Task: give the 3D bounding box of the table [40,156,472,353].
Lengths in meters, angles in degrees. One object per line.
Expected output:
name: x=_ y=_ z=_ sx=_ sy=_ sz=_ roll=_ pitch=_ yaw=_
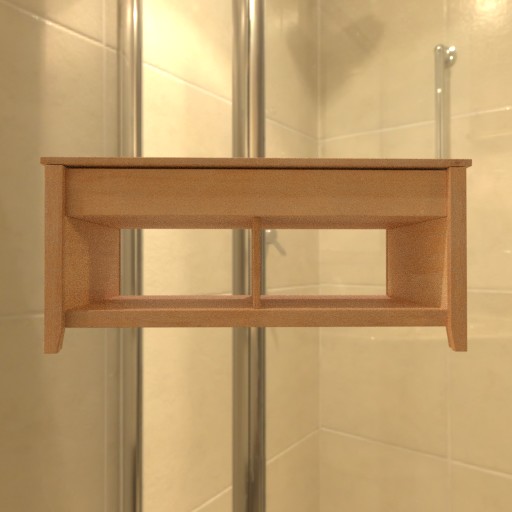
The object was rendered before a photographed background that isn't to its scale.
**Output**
table: x=0.000 y=0.000 z=1.280 sx=1.016 sy=0.457 sz=0.483 roll=0 pitch=-1 yaw=-1
